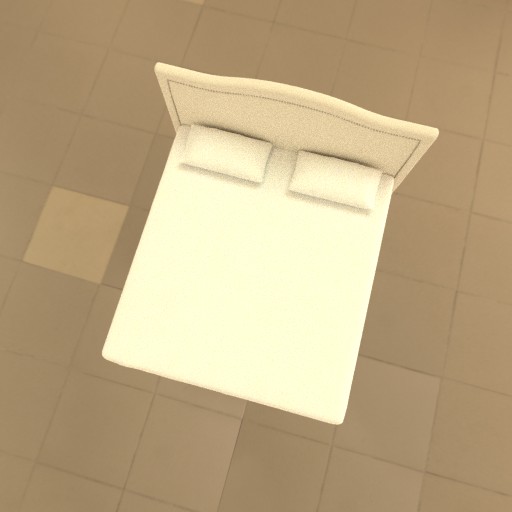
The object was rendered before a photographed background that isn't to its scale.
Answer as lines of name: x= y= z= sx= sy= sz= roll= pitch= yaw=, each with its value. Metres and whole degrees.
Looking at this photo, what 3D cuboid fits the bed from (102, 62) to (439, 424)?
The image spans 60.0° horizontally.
bed: x=0.000 y=0.000 z=3.500 sx=2.083 sy=1.421 sz=2.182 roll=15 pitch=77 yaw=3
